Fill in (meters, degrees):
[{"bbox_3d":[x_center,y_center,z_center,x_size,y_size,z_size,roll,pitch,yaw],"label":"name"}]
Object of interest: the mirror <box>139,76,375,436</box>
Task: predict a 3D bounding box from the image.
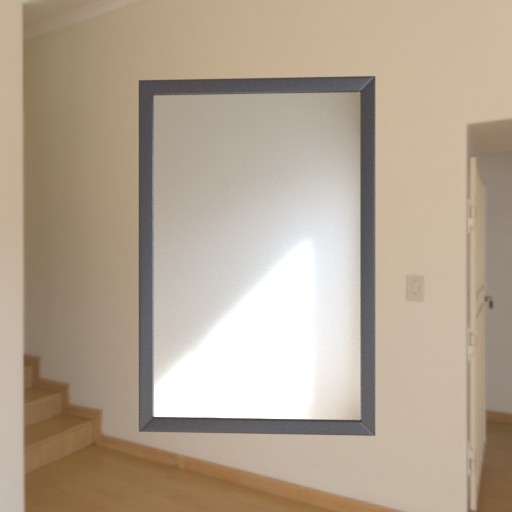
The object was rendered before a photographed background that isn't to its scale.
[{"bbox_3d":[0.000,0.000,1.160,0.609,0.915,0.040,0,0,3],"label":"mirror"}]
